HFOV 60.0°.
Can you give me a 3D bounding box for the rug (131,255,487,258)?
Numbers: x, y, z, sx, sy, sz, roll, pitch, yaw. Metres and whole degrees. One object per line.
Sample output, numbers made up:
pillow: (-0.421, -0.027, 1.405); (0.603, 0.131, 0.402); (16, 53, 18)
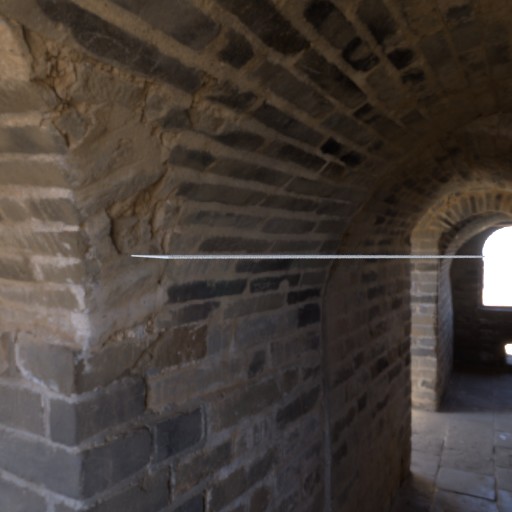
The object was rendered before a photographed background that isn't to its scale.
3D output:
rug: (0.000, 0.000, 3.035); (1.515, 0.010, 2.430); (0, 0, -19)
